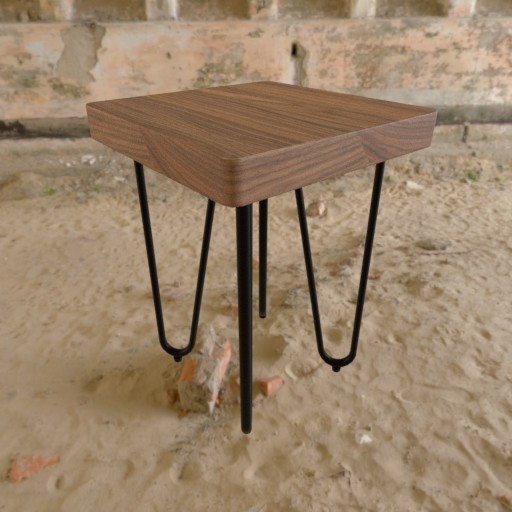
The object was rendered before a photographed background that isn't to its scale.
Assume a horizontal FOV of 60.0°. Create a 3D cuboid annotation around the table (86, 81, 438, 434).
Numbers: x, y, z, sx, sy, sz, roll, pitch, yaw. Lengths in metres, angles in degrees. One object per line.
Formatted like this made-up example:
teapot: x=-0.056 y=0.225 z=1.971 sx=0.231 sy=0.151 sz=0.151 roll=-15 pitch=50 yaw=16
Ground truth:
table: x=0.000 y=0.000 z=0.985 sx=0.479 sy=0.641 sz=0.480 roll=-22 pitch=36 yaw=-34
